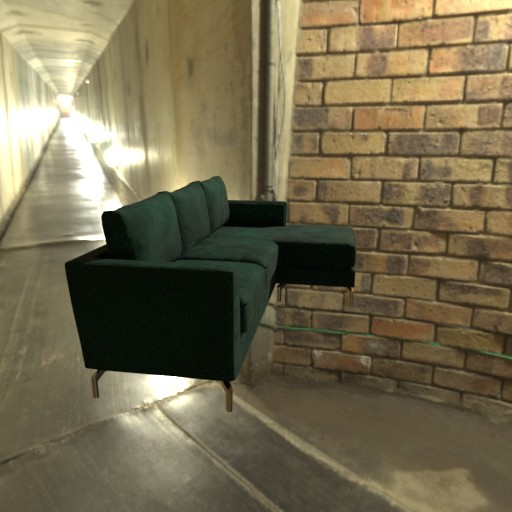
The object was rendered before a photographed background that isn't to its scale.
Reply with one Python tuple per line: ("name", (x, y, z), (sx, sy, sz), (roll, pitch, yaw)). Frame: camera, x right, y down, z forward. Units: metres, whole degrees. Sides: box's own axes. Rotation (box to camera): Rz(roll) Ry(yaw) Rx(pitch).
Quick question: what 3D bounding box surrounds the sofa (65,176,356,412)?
("sofa", (0.000, 0.000, 3.243), (1.489, 1.007, 2.441), (2, 15, 9))
